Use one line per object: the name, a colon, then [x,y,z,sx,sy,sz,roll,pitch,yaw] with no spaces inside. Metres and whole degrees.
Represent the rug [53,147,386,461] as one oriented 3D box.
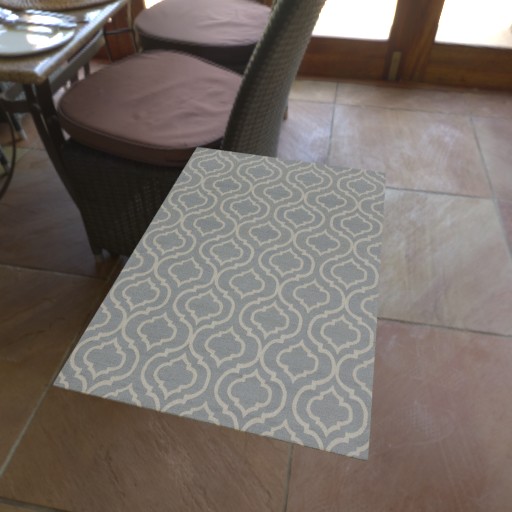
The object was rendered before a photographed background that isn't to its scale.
rug: [0.000,0.000,2.649,1.451,0.010,2.080,10,47,9]
